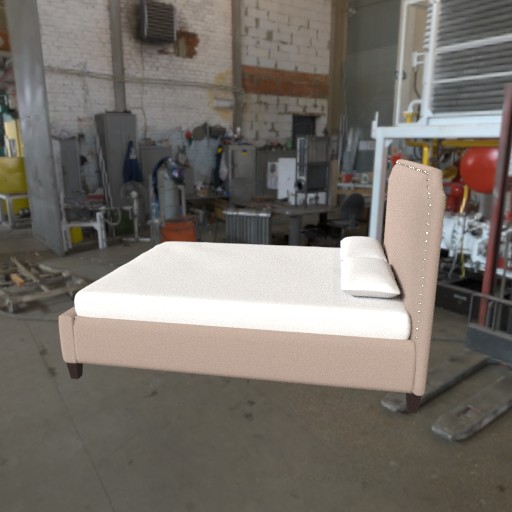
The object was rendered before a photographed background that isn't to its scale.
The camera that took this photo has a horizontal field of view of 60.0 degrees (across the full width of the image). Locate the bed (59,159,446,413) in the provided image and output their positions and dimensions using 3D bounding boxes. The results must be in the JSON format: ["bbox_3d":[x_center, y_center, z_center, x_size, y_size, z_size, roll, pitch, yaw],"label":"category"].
[{"bbox_3d":[0.000,0.000,3.456,2.372,1.443,1.713,3,15,10],"label":"bed"}]
